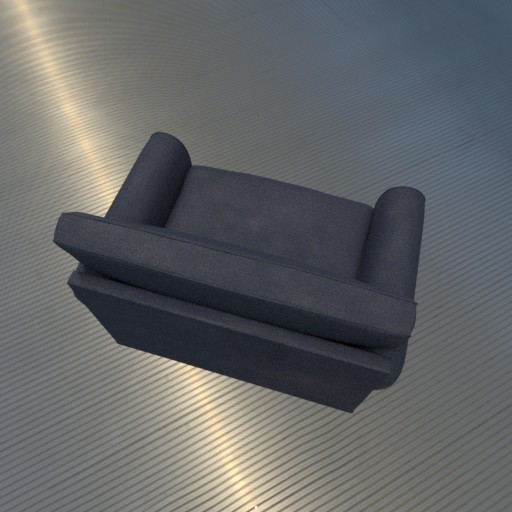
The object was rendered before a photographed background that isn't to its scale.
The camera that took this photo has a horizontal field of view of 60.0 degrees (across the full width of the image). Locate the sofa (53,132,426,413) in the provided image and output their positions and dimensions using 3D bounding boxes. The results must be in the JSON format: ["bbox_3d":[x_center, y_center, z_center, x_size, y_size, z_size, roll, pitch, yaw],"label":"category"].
[{"bbox_3d":[0.000,0.000,2.055,1.405,1.004,0.938,14,61,8],"label":"sofa"}]
